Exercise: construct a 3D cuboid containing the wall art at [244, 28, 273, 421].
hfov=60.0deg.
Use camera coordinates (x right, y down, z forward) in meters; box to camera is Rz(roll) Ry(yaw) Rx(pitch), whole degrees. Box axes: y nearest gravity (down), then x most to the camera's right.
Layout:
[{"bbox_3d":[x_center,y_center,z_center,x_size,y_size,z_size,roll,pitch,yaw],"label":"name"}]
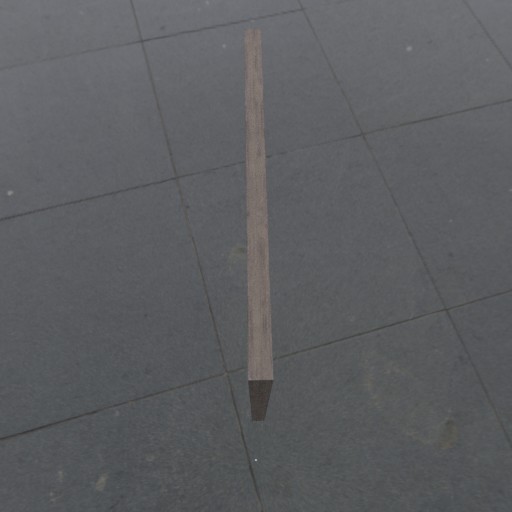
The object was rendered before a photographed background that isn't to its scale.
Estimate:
[{"bbox_3d":[0.000,0.000,1.172,0.038,0.762,0.762,-1,65,0],"label":"wall art"}]
